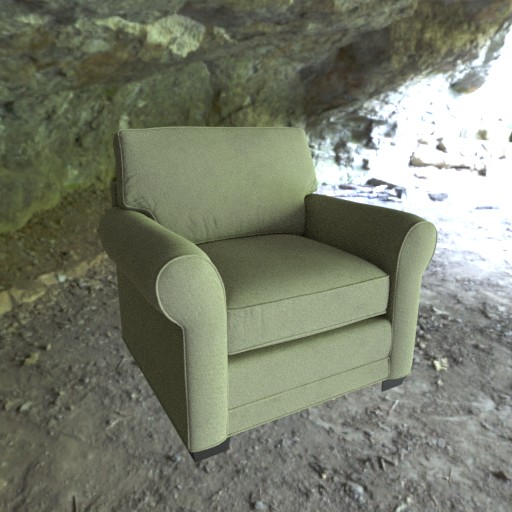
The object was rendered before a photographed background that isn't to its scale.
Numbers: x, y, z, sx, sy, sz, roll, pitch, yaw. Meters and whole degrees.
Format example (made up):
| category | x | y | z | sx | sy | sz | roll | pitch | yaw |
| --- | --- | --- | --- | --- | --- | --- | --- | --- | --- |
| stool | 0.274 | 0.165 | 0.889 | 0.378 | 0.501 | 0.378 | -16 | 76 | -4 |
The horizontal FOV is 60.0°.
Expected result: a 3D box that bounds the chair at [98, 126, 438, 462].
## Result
| category | x | y | z | sx | sy | sz | roll | pitch | yaw |
| --- | --- | --- | --- | --- | --- | --- | --- | --- | --- |
| chair | 0.000 | 0.000 | 1.860 | 1.147 | 1.044 | 0.939 | -9 | 18 | -28 |
